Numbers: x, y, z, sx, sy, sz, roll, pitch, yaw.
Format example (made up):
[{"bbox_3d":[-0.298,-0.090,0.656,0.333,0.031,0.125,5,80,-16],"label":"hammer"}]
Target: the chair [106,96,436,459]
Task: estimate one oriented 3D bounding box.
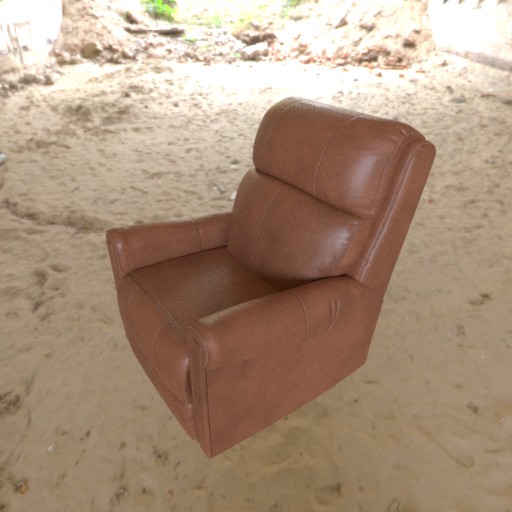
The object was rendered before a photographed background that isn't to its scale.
[{"bbox_3d":[0.000,0.000,1.742,1.014,1.054,0.838,-20,36,-30],"label":"chair"}]
